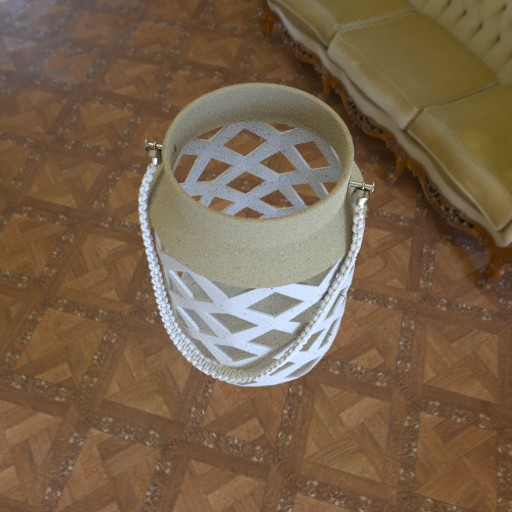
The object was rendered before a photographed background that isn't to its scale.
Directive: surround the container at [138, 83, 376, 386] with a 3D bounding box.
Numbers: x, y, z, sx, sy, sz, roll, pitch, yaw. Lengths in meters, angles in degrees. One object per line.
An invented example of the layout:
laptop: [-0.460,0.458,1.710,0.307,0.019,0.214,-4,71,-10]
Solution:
container: [0.000,0.000,0.346,0.163,0.229,0.172,12,60,7]
